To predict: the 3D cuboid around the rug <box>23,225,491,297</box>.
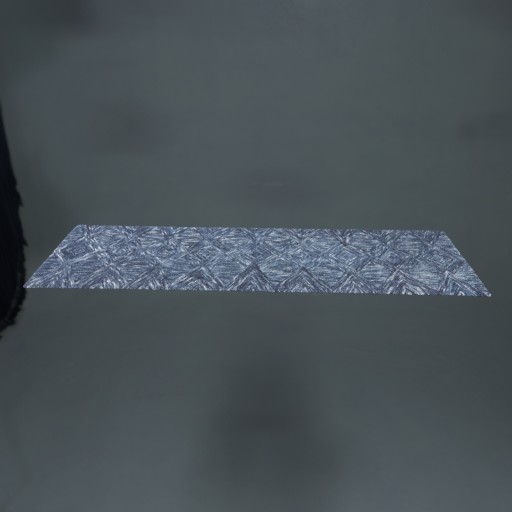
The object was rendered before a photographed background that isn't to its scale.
[{"bbox_3d":[0.000,0.000,2.477,2.306,0.013,0.719,1,30,2],"label":"rug"}]
